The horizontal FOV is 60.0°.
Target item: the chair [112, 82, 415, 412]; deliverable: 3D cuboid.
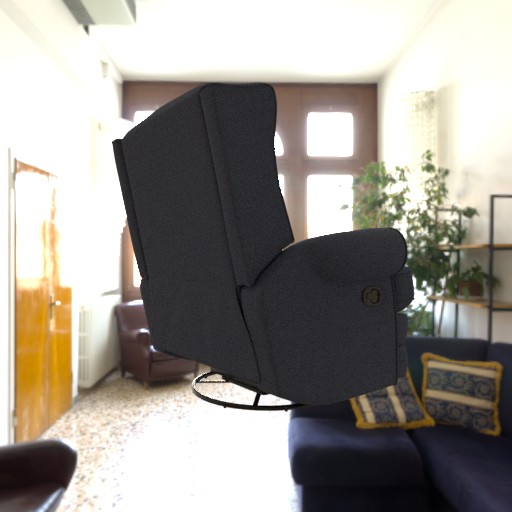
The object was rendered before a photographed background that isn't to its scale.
[{"bbox_3d":[0.000,0.000,1.704,0.877,1.020,0.971,0,-1,-37],"label":"chair"}]
